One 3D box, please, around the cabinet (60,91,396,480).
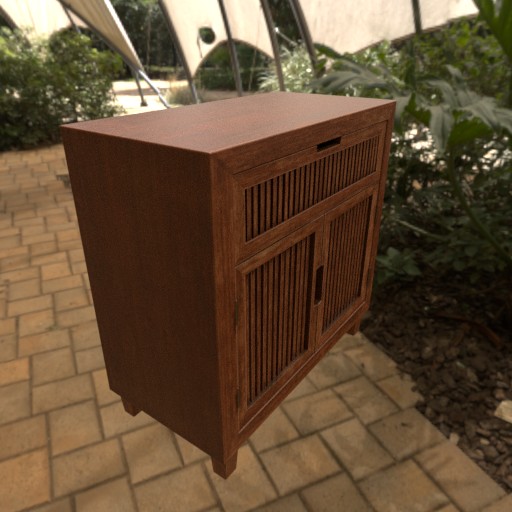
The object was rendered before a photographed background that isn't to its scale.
[{"bbox_3d":[0.000,0.000,1.247,0.412,0.785,0.796,18,31,32],"label":"cabinet"}]
